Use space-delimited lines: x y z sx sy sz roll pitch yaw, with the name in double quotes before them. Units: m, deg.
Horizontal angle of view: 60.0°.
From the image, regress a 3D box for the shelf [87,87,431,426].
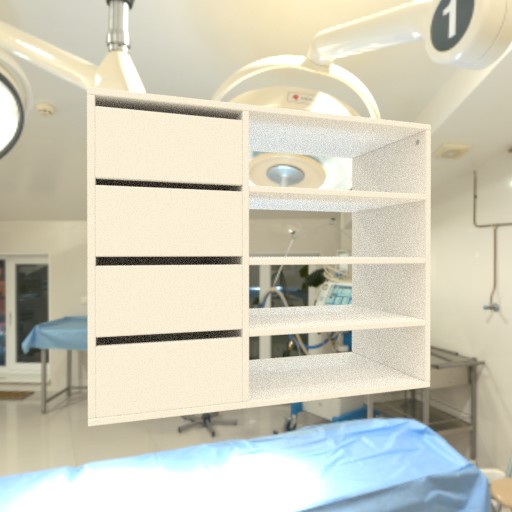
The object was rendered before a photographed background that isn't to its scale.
"shelf" 0.000 0.000 1.281 0.895 0.732 0.396 0 0 -18
